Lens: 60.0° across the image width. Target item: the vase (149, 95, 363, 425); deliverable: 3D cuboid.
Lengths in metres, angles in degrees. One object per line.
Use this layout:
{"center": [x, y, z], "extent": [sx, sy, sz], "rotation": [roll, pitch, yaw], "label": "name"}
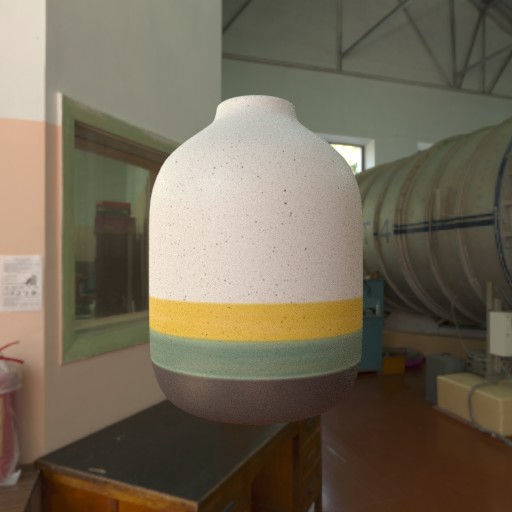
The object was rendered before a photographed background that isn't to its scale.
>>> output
{"center": [0.000, 0.000, 0.361], "extent": [0.169, 0.240, 0.169], "rotation": [0, 0, 0], "label": "vase"}
